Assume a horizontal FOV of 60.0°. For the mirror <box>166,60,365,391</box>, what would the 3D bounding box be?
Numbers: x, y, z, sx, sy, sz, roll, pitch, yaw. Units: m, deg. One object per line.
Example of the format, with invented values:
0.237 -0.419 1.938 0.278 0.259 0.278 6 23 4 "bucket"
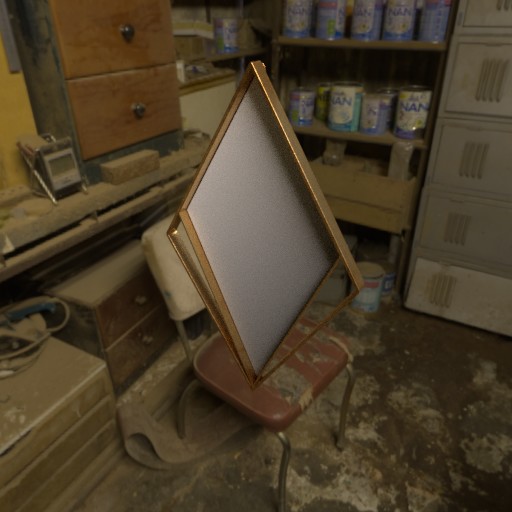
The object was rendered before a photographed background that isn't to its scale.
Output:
0.000 0.000 0.840 0.419 0.679 0.032 16 33 27 "mirror"
